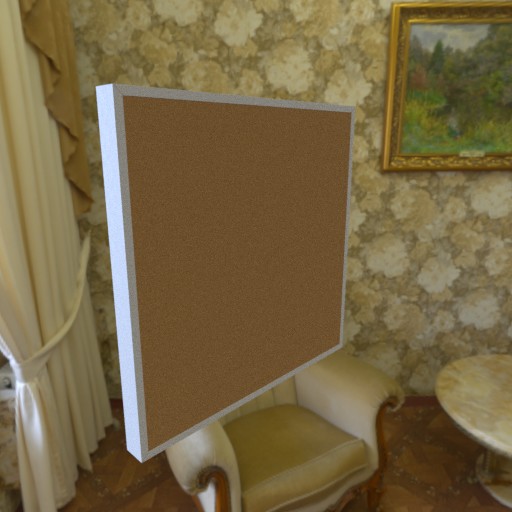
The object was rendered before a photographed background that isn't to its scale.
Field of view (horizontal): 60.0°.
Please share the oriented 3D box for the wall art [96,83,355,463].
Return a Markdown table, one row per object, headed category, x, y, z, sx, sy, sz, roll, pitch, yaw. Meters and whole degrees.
| category | x | y | z | sx | sy | sz | roll | pitch | yaw |
| --- | --- | --- | --- | --- | --- | --- | --- | --- | --- |
| wall art | 0.000 | 0.000 | 0.454 | 0.024 | 0.304 | 0.304 | 14 | 20 | 42 |
